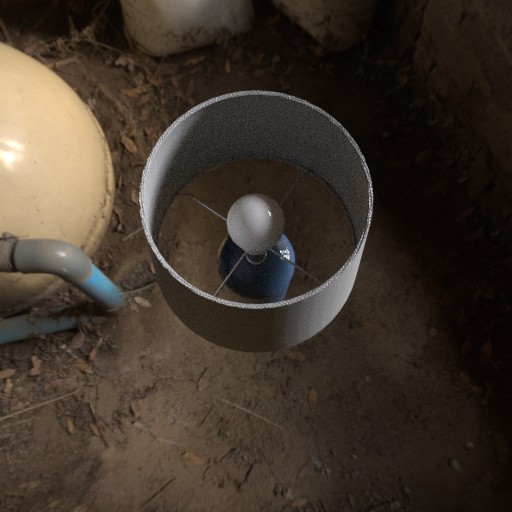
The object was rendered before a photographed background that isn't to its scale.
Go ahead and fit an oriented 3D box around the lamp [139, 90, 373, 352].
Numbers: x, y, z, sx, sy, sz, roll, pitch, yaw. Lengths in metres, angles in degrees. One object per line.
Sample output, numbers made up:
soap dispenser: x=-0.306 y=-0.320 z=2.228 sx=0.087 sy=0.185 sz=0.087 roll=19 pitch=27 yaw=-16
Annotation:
lamp: x=0.000 y=0.000 z=0.585 sx=0.253 sy=0.428 sz=0.253 roll=0 pitch=75 yaw=0
